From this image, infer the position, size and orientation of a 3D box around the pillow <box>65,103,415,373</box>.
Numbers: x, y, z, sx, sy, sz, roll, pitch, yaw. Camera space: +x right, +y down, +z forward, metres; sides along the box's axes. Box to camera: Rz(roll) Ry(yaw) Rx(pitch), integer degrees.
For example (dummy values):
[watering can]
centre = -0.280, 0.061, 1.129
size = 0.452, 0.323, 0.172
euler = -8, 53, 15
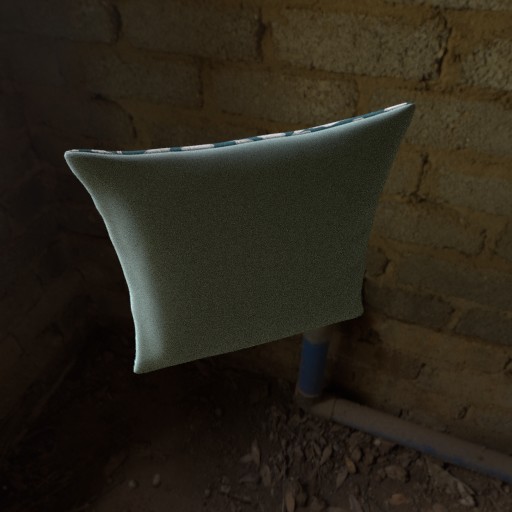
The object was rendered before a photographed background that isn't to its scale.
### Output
[pillow]
centre = 0.000, 0.000, 0.803
size = 0.525, 0.508, 0.166
euler = -12, 43, -13
